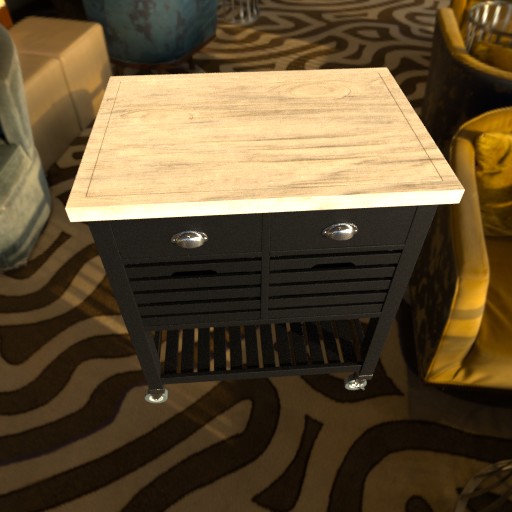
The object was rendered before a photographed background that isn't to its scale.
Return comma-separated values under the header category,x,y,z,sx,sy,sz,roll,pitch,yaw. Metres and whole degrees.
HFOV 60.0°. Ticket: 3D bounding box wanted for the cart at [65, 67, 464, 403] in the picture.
category,x,y,z,sx,sy,sz,roll,pitch,yaw
cart,0.000,0.000,1.396,0.797,0.920,0.567,-3,47,-3
